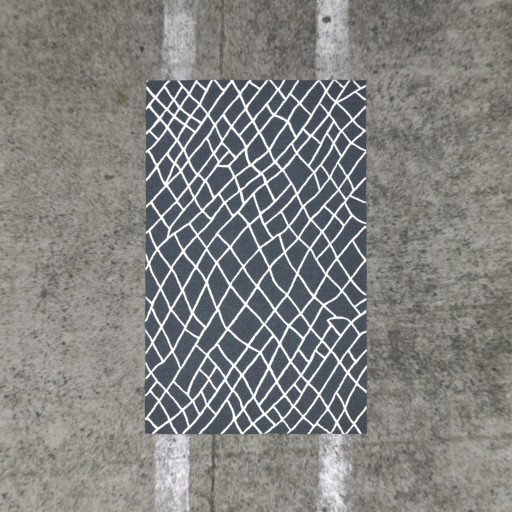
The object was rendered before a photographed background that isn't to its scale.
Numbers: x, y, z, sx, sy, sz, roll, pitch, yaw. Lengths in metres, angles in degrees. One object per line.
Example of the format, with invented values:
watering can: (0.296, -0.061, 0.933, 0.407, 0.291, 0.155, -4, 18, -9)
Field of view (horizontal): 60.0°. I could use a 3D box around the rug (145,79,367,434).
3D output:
rug: (0.000, 0.000, 3.062, 1.529, 0.017, 2.448, 0, 89, 0)
